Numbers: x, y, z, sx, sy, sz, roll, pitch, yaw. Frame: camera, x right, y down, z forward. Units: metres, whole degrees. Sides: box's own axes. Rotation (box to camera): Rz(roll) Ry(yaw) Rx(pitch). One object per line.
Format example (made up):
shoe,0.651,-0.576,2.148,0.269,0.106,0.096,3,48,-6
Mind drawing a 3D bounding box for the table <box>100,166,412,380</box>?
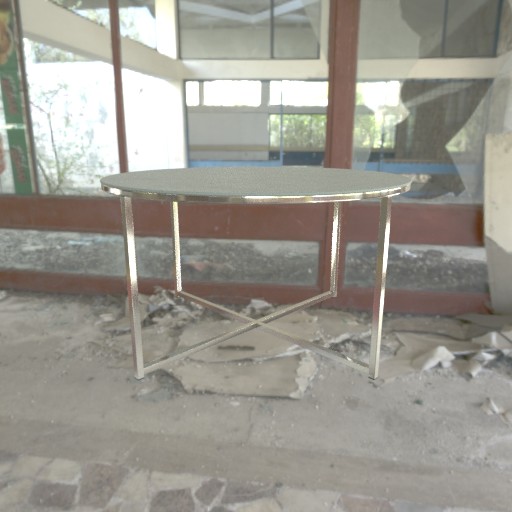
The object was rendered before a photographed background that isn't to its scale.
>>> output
table,0.000,0.000,1.257,0.800,0.450,0.800,0,15,0
